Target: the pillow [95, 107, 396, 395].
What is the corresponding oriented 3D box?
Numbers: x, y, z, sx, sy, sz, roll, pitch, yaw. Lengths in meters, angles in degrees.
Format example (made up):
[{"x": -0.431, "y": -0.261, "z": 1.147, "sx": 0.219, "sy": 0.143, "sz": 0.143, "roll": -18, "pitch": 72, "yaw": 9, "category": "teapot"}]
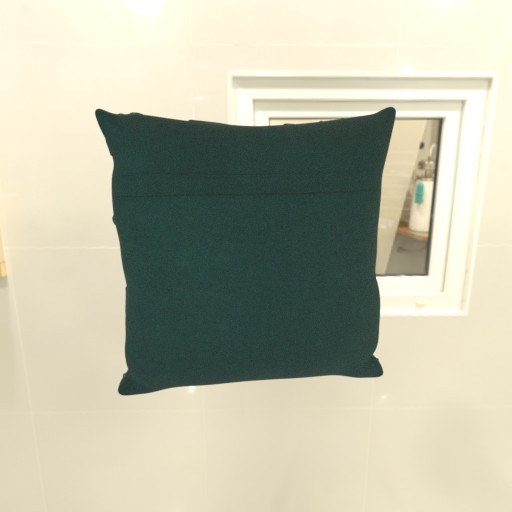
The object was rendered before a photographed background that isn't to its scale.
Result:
[{"x": 0.000, "y": 0.000, "z": 0.682, "sx": 0.439, "sy": 0.440, "sz": 0.184, "roll": -2, "pitch": 15, "yaw": -9, "category": "pillow"}]
